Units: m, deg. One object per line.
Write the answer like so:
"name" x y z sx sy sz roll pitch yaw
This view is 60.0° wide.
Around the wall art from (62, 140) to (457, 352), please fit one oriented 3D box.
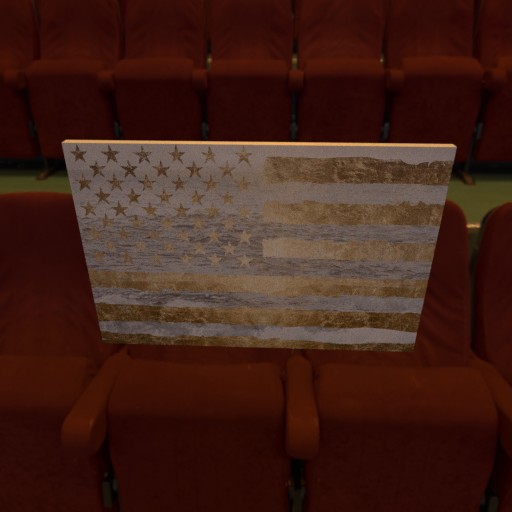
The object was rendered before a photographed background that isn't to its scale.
"wall art" 0.000 0.000 1.200 0.932 0.610 0.027 1 28 2
